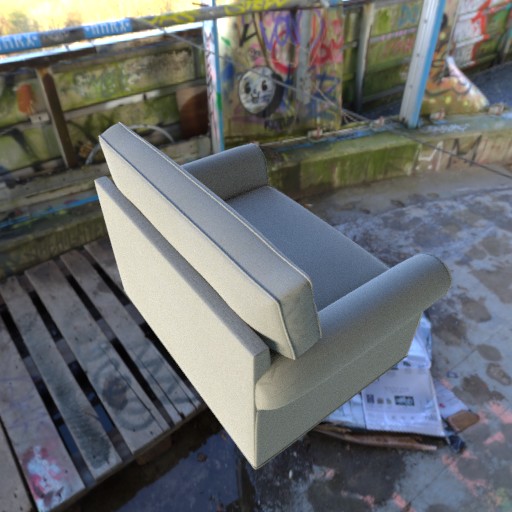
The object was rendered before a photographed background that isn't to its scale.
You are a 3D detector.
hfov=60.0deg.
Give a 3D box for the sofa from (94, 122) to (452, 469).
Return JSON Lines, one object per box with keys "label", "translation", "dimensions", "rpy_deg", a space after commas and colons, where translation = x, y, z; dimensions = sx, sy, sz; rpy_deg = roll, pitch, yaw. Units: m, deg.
{"label": "sofa", "translation": [0.000, 0.000, 2.040], "dimensions": [0.937, 1.006, 1.405], "rpy_deg": [-26, 47, -27]}
